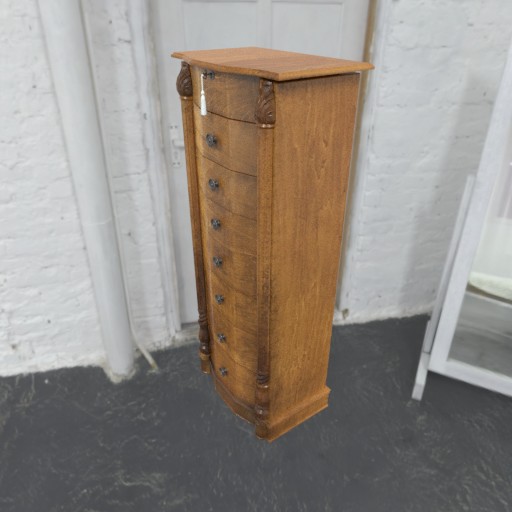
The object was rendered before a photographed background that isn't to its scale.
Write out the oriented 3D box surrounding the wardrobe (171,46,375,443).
[{"bbox_3d":[0.000,0.000,1.168,0.273,0.959,0.406,-20,36,-30],"label":"wardrobe"}]
